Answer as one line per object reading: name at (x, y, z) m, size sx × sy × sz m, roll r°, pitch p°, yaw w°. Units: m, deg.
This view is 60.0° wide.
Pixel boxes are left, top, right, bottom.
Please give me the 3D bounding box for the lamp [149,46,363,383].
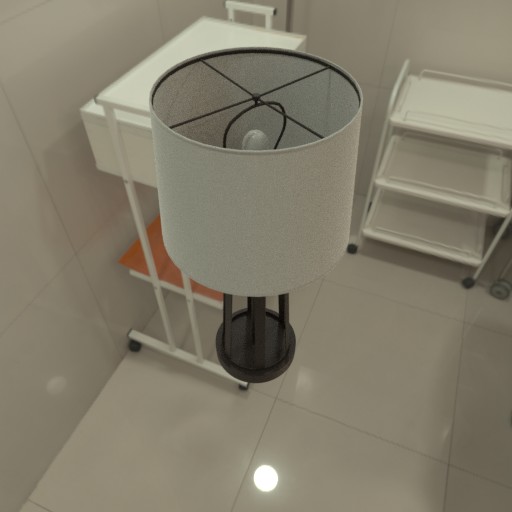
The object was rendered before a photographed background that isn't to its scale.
lamp at (0.000, 0.000, 0.649) m, size 0.251 × 0.509 × 0.251 m, roll 0°, pitch 48°, yaw 0°
